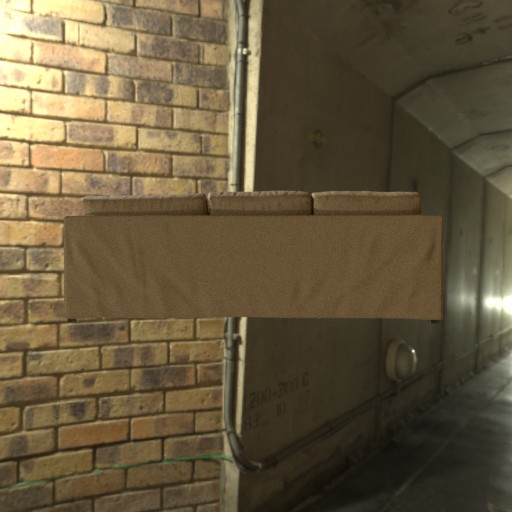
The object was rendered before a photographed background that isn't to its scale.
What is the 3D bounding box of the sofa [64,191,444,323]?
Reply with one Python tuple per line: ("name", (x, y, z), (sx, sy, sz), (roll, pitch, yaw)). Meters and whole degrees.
("sofa", (0.000, 0.000, 4.376), (2.432, 0.871, 3.182), (0, 0, 1))
